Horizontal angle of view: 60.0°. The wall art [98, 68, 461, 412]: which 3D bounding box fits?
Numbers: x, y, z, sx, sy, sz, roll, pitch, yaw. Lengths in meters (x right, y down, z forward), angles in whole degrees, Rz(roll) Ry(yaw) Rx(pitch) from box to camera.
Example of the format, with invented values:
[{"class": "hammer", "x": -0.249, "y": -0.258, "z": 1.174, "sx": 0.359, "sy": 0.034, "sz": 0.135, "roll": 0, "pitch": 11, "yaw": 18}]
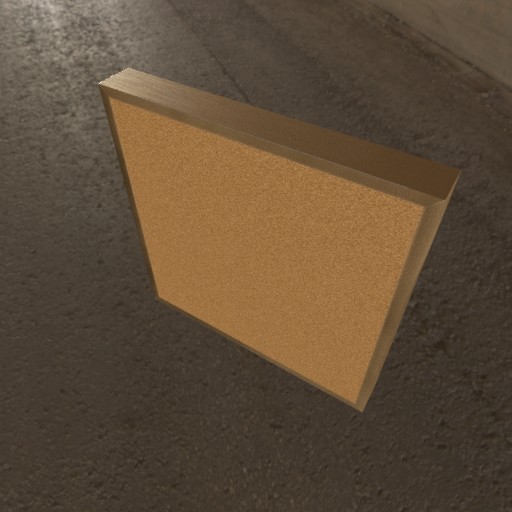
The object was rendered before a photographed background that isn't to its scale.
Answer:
[{"class": "wall art", "x": 0.000, "y": 0.000, "z": 0.455, "sx": 0.305, "sy": 0.303, "sz": 0.038, "roll": 24, "pitch": 51, "yaw": 22}]
